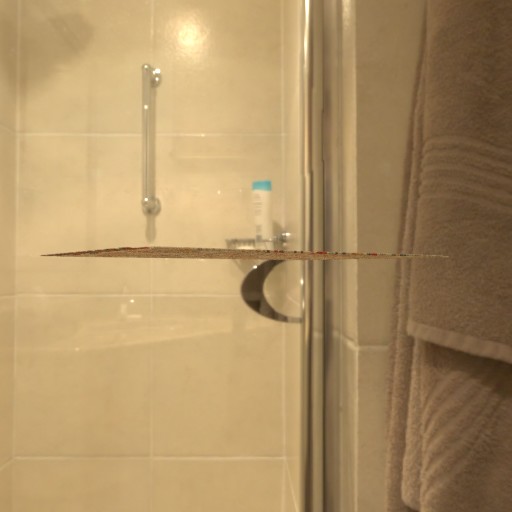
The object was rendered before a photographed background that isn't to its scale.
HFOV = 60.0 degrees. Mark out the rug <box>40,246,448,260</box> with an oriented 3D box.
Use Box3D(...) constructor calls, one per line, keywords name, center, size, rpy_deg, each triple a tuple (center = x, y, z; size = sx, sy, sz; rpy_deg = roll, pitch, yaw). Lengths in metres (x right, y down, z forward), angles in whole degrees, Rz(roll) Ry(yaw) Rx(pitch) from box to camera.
Box3D(name="rug", center=(0.000, 0.000, 2.500), size=(1.997, 0.010, 1.218), rpy_deg=(1, -2, -38))
